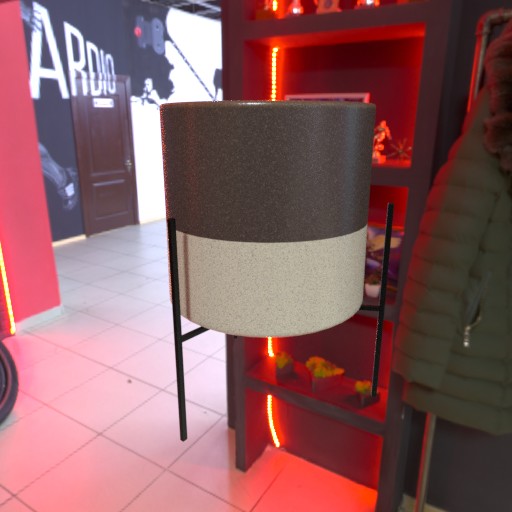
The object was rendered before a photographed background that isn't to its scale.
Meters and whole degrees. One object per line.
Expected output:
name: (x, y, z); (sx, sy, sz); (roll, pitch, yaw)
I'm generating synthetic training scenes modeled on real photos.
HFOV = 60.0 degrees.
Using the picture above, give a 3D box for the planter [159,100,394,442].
planter: (0.000, 0.000, 0.545); (0.250, 0.353, 0.260); (-8, 19, -25)
